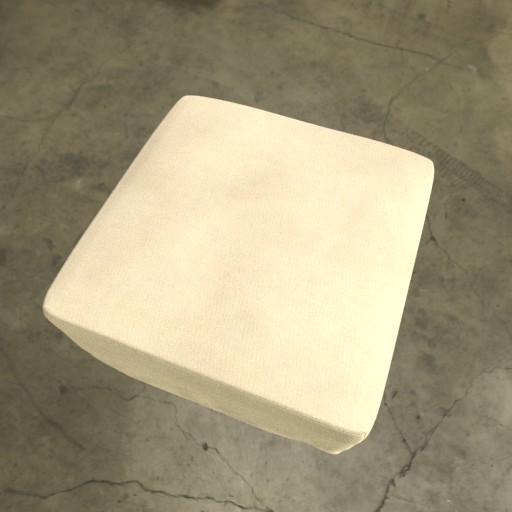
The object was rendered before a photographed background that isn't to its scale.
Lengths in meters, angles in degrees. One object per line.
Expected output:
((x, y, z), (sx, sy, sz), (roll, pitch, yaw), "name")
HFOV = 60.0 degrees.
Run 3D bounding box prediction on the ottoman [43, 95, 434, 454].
((0.000, 0.000, 1.319), (0.842, 0.441, 0.843), (18, 62, 10), "ottoman")
